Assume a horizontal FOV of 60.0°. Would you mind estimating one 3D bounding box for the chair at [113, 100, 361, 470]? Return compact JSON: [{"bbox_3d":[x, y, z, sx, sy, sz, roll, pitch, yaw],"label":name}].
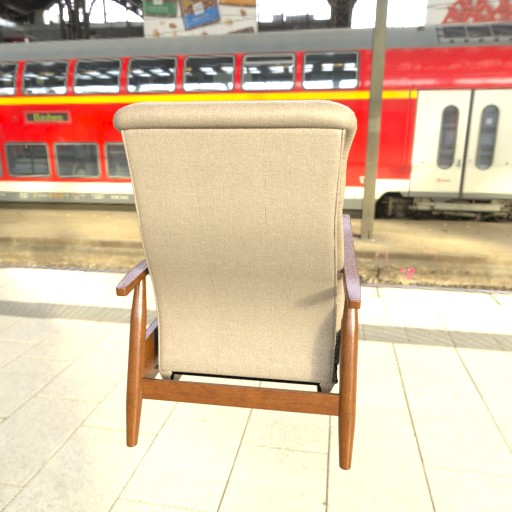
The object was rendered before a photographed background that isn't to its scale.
[{"bbox_3d":[0.000,0.000,1.733,0.762,1.082,1.032,2,15,8],"label":"chair"}]
